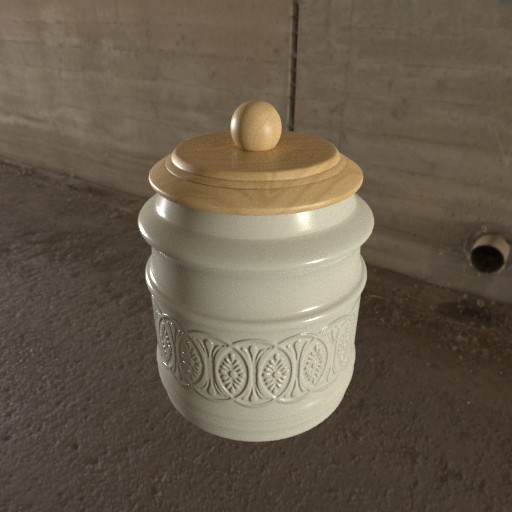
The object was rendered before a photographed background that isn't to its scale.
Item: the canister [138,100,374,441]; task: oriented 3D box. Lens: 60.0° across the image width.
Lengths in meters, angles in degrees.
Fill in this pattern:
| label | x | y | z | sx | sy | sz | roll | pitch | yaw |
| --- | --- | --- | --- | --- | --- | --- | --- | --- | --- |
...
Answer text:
| label | x | y | z | sx | sy | sz | roll | pitch | yaw |
| --- | --- | --- | --- | --- | --- | --- | --- | --- | --- |
| canister | 0.000 | 0.000 | 0.264 | 0.130 | 0.176 | 0.130 | 0 | 29 | 0 |
